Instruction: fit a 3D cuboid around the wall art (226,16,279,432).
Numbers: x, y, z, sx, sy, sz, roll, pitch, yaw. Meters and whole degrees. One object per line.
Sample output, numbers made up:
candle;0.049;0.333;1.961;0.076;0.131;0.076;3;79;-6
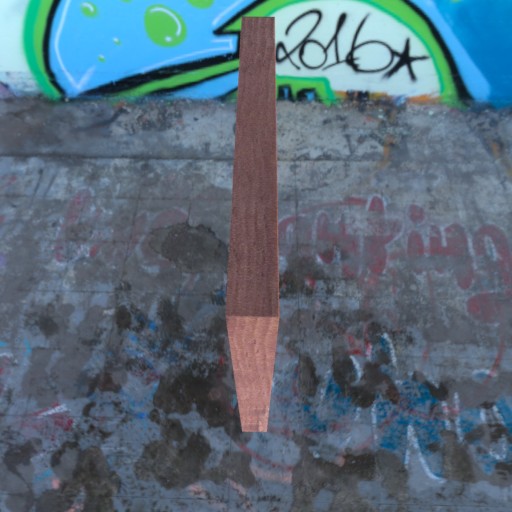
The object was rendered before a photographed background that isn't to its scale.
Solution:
wall art;0.000;0.000;0.609;0.039;0.449;0.377;1;59;0
